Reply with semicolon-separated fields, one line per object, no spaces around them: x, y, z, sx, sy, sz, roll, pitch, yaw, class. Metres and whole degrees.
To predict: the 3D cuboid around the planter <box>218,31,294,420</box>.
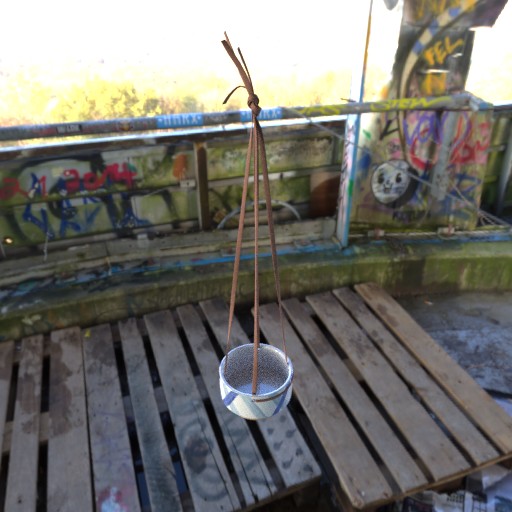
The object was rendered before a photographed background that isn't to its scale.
0.000;0.000;0.830;0.166;0.751;0.166;-10;32;-16;planter
